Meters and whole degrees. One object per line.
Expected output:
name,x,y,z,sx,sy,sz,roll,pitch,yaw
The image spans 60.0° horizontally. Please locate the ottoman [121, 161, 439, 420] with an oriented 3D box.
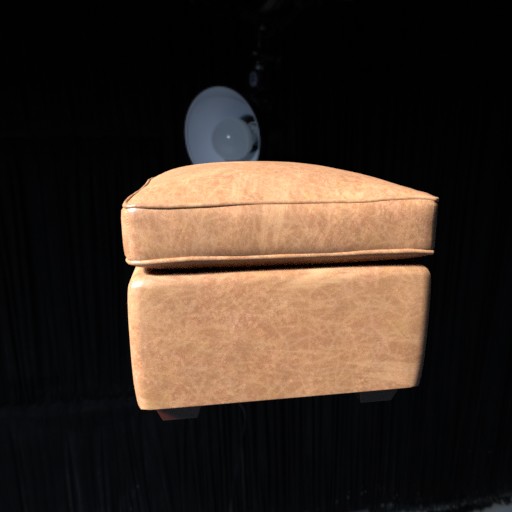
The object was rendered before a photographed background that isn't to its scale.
ottoman,0.000,0.000,1.119,0.554,0.468,0.756,-2,13,-9
